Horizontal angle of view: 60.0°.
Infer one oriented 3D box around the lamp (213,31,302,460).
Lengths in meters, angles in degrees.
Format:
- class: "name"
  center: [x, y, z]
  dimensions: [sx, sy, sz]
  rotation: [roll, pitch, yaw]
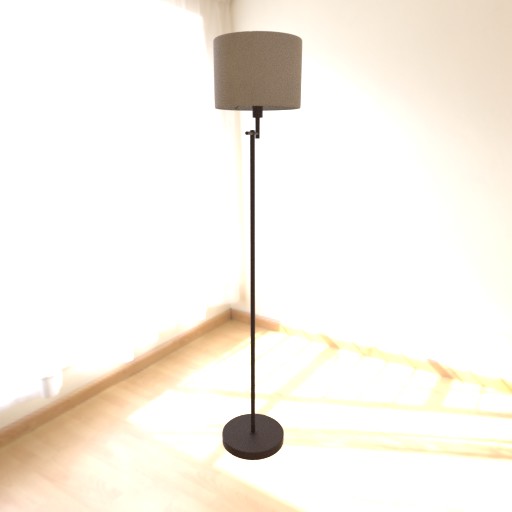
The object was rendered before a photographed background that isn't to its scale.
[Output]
- class: "lamp"
  center: [0.000, 0.000, 1.781]
  dimensions: [0.324, 1.600, 0.416]
  rotation: [2, 15, 8]
